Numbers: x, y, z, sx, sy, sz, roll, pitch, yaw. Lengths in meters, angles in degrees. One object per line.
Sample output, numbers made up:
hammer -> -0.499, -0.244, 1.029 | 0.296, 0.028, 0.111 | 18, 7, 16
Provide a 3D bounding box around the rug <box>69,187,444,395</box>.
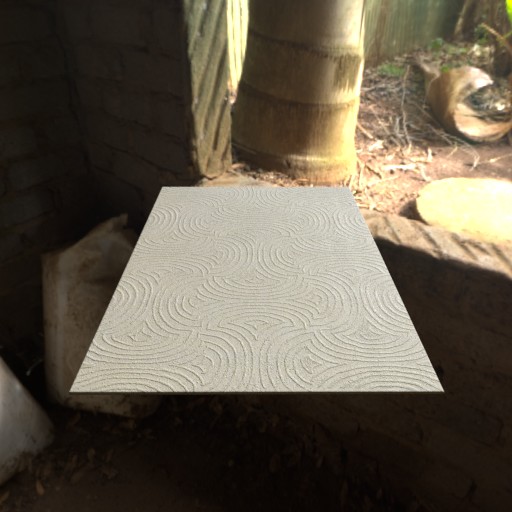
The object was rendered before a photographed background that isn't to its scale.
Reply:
rug -> 0.000, 0.000, 2.705 | 1.526, 0.015, 2.132 | 0, 32, 0
